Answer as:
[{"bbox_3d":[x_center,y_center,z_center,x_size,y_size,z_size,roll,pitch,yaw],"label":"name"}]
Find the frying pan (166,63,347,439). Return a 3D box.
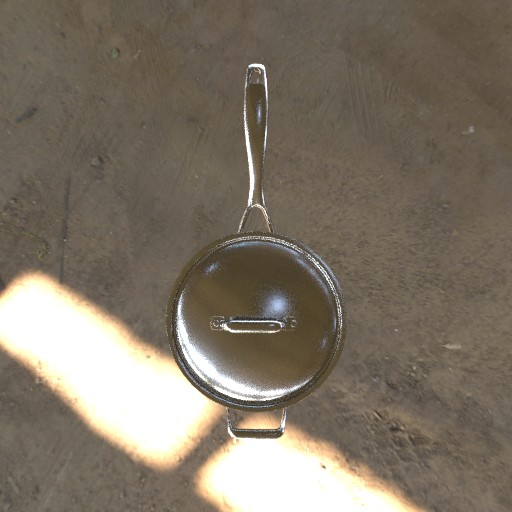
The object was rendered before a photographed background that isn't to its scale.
[{"bbox_3d":[0.000,0.000,0.690,0.280,0.114,0.561,0,90,2],"label":"frying pan"}]
